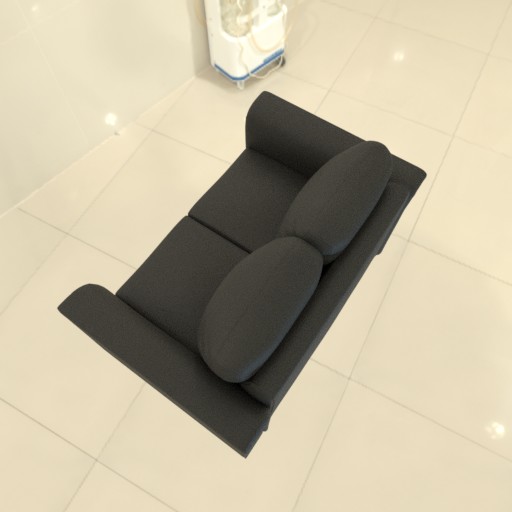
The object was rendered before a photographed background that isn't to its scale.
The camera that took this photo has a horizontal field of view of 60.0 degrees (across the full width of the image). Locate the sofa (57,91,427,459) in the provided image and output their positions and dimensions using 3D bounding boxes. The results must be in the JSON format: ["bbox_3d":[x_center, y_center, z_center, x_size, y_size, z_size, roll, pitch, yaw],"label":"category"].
[{"bbox_3d":[0.000,0.000,1.978,0.887,0.845,1.386,32,68,15],"label":"sofa"}]
